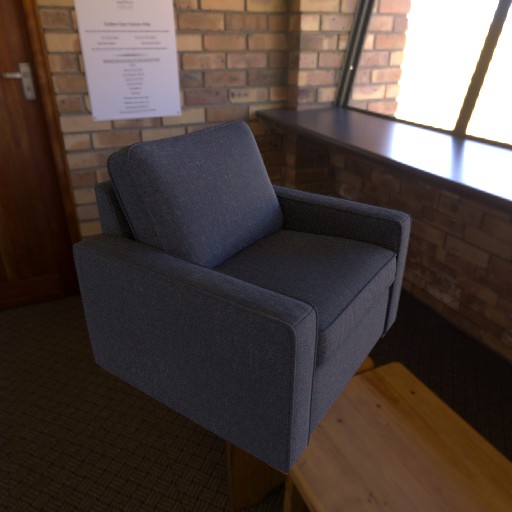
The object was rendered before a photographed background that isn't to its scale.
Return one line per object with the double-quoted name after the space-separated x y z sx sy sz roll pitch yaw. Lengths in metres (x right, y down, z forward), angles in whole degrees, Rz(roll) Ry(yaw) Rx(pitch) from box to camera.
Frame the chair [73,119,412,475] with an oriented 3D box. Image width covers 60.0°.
0.000 0.000 1.755 0.940 0.919 1.017 17 31 30 "chair"
